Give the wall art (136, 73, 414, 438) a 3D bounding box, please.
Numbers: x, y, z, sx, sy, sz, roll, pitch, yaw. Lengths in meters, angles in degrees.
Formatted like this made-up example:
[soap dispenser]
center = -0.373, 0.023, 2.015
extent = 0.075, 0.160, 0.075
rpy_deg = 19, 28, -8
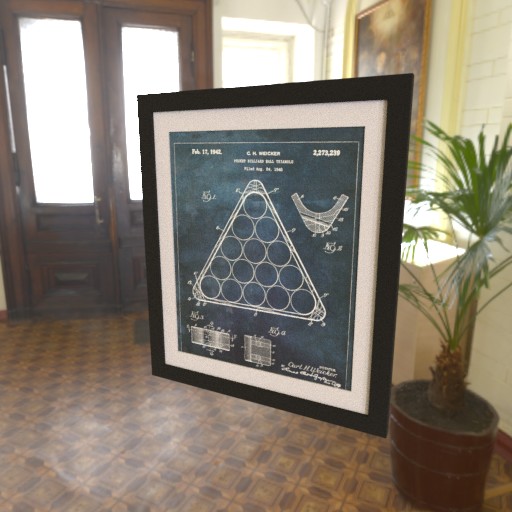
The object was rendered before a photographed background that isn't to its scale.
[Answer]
[wall art]
center = 0.000, 0.000, 0.499
extent = 0.311, 0.361, 0.010
rpy_deg = 6, 14, 26
